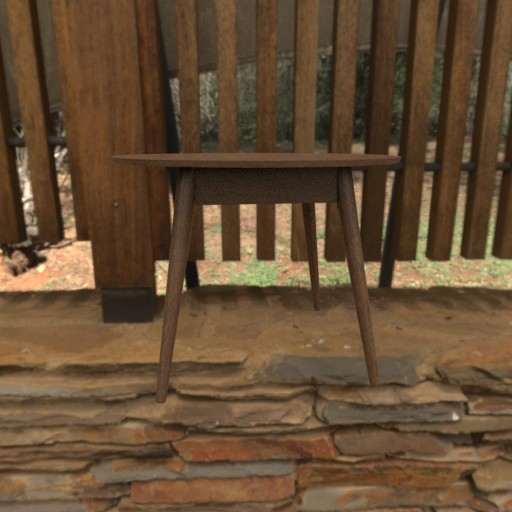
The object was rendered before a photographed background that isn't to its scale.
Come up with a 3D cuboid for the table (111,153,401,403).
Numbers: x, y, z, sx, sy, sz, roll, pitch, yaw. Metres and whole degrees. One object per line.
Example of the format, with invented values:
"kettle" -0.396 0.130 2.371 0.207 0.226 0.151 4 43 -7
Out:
"table" 0.000 0.000 1.779 1.053 0.786 1.053 0 14 0
